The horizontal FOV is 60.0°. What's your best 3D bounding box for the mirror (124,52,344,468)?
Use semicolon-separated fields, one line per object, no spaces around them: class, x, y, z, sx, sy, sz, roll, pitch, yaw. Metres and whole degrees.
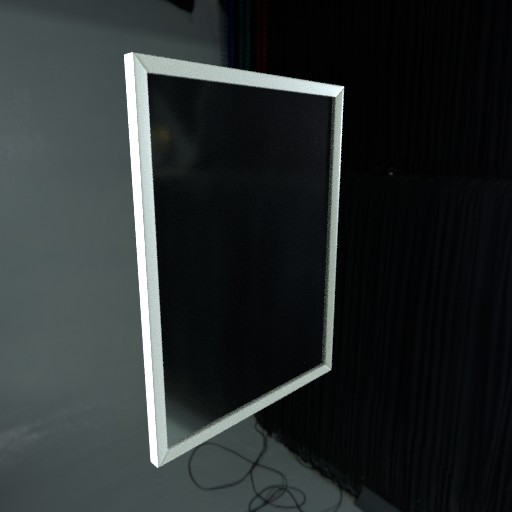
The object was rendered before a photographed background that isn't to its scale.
mirror;0.000;0.000;1.322;0.762;1.016;0.040;-13;19;-43
